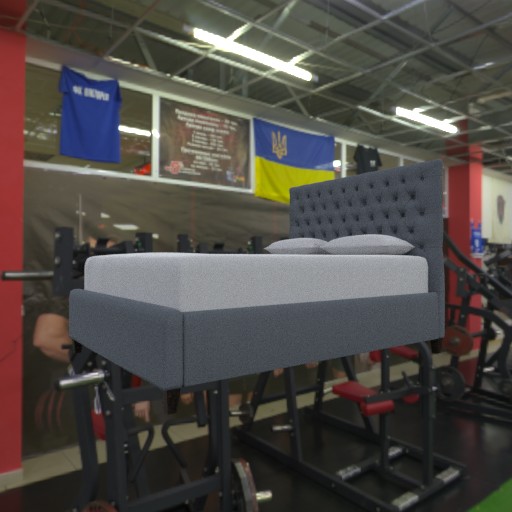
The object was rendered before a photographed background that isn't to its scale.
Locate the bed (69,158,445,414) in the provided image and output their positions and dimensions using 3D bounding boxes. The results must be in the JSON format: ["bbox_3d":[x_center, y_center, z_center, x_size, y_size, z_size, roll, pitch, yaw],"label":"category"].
[{"bbox_3d":[0.000,0.000,3.275,2.231,1.427,1.698,0,0,-36],"label":"bed"}]
